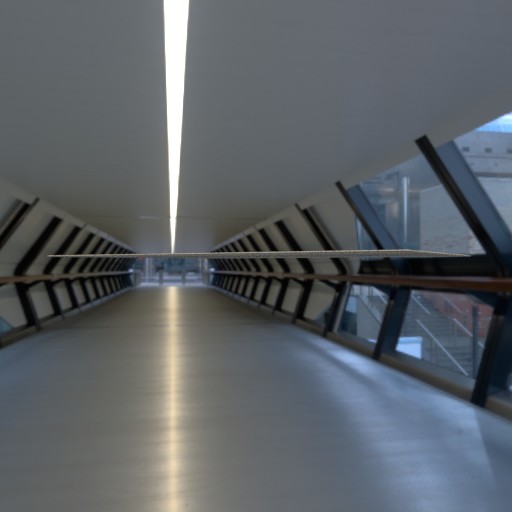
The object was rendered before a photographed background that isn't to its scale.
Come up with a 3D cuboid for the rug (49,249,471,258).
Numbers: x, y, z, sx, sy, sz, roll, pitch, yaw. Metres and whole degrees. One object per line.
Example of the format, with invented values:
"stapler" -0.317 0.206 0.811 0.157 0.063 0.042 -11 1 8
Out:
"rug" 0.000 0.000 3.019 2.448 0.008 1.541 -1 -1 34
